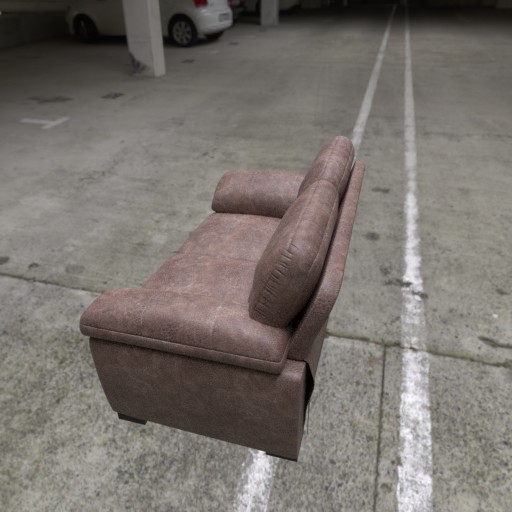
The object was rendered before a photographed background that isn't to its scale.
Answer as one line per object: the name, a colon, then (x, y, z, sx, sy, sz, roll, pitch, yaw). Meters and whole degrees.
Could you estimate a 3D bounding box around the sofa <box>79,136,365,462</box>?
sofa: (0.000, 0.000, 2.374, 0.991, 0.991, 1.753, 8, 30, 14)
